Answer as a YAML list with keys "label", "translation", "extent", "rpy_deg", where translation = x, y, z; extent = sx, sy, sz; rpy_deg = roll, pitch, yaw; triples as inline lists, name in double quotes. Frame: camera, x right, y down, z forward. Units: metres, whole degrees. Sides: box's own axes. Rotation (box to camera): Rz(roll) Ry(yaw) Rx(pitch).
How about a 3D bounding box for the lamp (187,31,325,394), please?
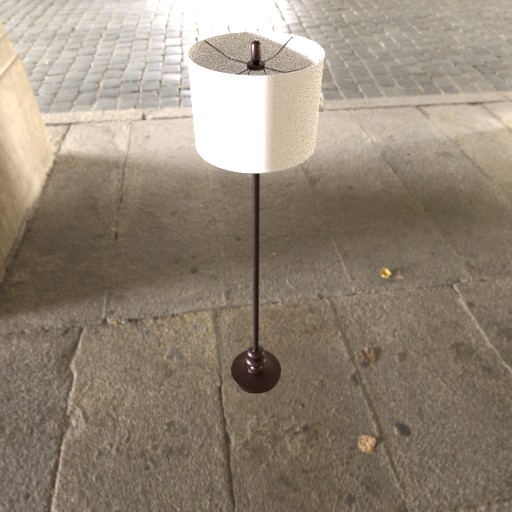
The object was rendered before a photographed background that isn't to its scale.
- label: "lamp"
  translation: [0.000, 0.000, 1.634]
  extent: [0.356, 1.487, 0.356]
  rpy_deg: [26, 48, 26]
